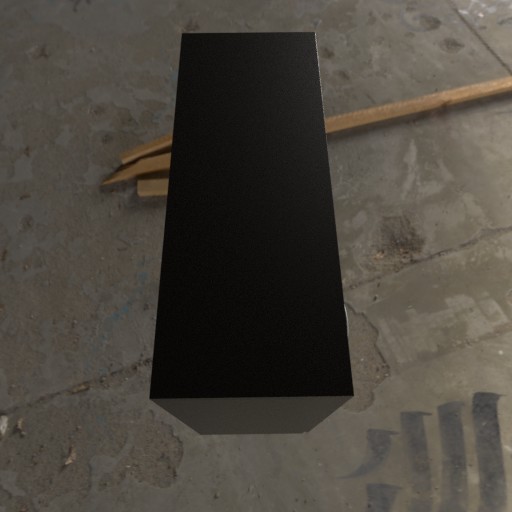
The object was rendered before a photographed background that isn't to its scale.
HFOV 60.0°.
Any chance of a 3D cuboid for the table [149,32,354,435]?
[{"bbox_3d":[0.000,0.000,1.322,0.380,0.790,0.930,-1,64,0],"label":"table"}]
